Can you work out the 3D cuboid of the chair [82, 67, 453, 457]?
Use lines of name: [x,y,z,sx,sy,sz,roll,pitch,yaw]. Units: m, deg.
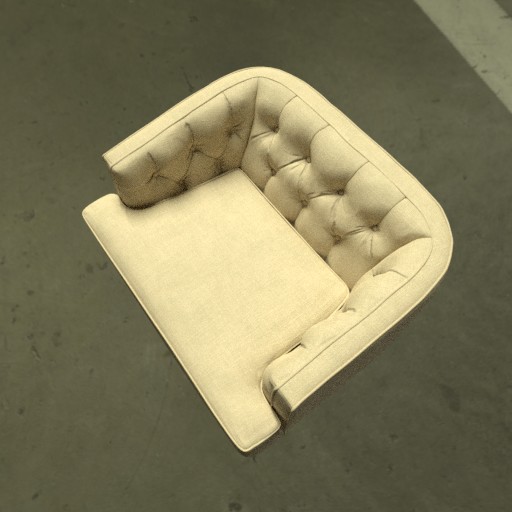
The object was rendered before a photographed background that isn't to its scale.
chair: [0.000,0.000,1.696,0.914,0.787,1.118,-33,67,-16]
